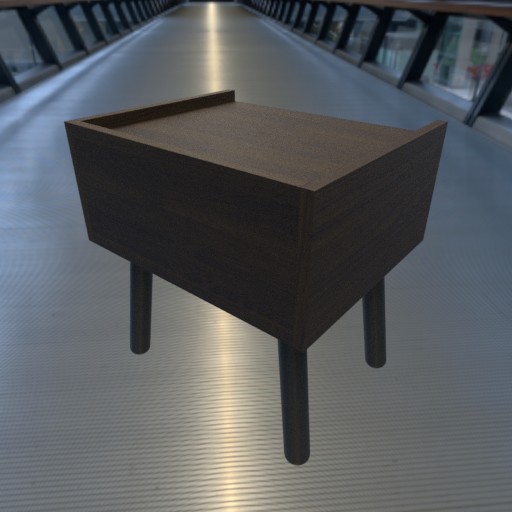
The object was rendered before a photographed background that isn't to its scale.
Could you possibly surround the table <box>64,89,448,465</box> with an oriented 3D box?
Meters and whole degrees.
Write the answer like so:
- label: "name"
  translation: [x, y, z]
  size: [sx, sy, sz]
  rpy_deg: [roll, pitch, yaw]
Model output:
- label: "table"
  translation: [0.000, 0.000, 0.788]
  size: [0.450, 0.470, 0.370]
  rpy_deg: [22, 37, 33]
